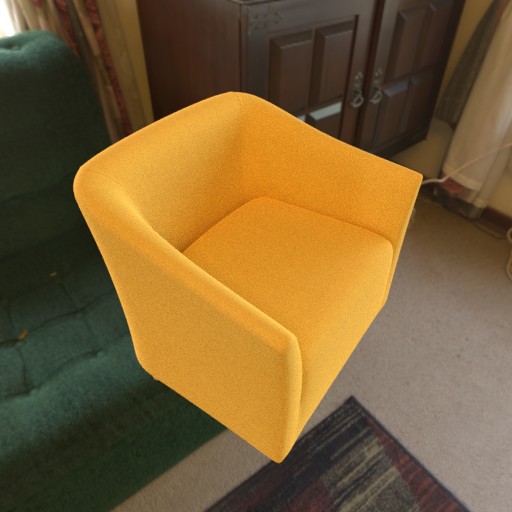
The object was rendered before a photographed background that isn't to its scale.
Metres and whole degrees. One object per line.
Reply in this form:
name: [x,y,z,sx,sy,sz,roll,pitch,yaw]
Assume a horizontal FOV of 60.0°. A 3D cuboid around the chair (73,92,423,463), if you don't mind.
chair: [0.000,0.000,1.370,0.700,0.720,0.790,25,47,26]
